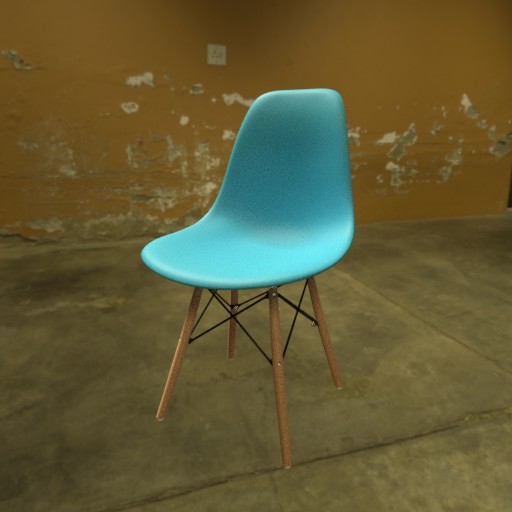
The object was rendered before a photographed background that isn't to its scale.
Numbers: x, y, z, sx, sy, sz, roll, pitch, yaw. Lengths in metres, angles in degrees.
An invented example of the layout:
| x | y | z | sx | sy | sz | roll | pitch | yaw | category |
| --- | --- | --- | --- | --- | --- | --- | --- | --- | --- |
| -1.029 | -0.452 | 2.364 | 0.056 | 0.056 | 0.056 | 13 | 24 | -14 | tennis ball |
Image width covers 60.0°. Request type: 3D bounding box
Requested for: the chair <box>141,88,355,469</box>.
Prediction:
| x | y | z | sx | sy | sz | roll | pitch | yaw | category |
| --- | --- | --- | --- | --- | --- | --- | --- | --- | --- |
| 0.000 | 0.000 | 1.111 | 0.470 | 0.826 | 0.531 | 8 | 17 | 27 | chair |
